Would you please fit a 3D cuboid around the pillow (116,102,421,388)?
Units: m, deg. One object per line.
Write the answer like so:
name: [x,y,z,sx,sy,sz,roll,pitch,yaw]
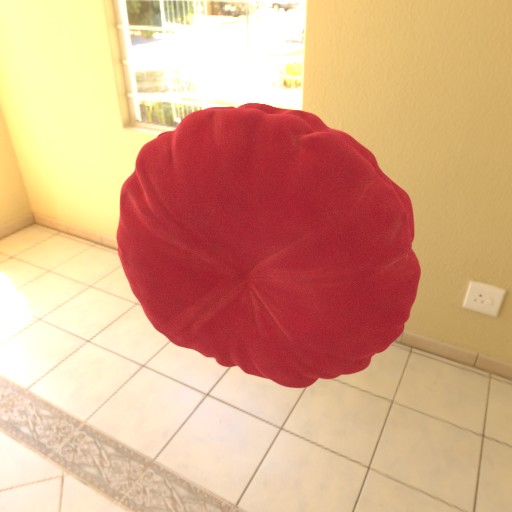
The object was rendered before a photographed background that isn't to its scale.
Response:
pillow: [0.000,0.000,0.613,0.428,0.407,0.148,10,33,16]
